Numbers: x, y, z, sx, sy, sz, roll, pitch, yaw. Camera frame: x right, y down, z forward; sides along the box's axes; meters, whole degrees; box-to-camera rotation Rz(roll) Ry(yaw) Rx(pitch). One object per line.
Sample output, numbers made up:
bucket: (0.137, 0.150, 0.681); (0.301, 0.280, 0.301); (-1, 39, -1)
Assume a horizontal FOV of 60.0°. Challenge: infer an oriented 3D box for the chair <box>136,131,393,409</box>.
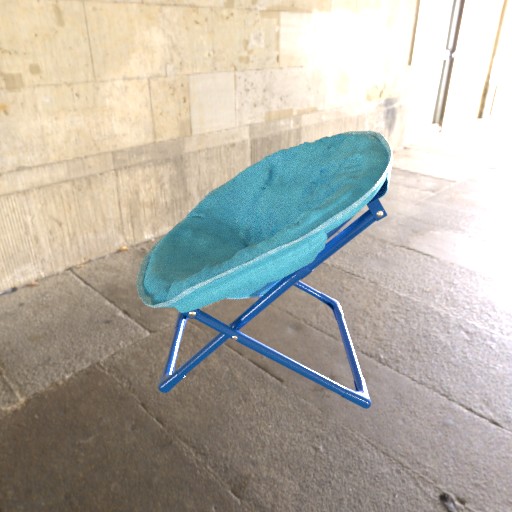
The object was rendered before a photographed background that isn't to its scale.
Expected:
chair: (0.000, 0.000, 0.894); (0.465, 0.478, 0.520); (0, 27, 0)
